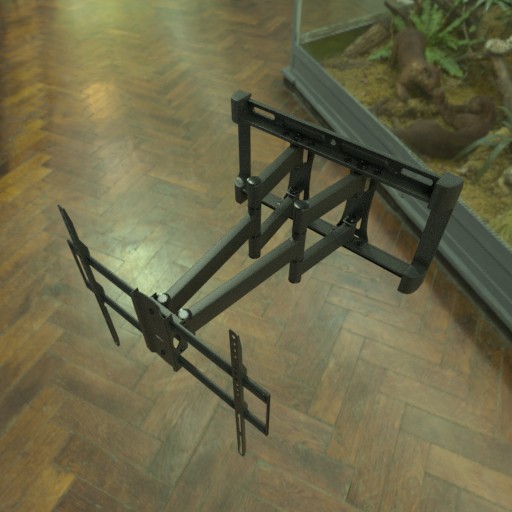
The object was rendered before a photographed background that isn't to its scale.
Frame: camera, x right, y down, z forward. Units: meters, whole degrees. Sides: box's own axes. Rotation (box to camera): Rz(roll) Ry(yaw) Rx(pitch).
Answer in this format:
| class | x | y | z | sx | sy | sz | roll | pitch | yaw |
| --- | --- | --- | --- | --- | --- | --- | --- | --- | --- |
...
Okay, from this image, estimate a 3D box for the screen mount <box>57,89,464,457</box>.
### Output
| class | x | y | z | sx | sy | sz | roll | pitch | yaw |
| --- | --- | --- | --- | --- | --- | --- | --- | --- | --- |
| screen mount | 0.000 | 0.000 | 0.943 | 0.571 | 0.424 | 0.556 | 31 | 54 | 26 |
